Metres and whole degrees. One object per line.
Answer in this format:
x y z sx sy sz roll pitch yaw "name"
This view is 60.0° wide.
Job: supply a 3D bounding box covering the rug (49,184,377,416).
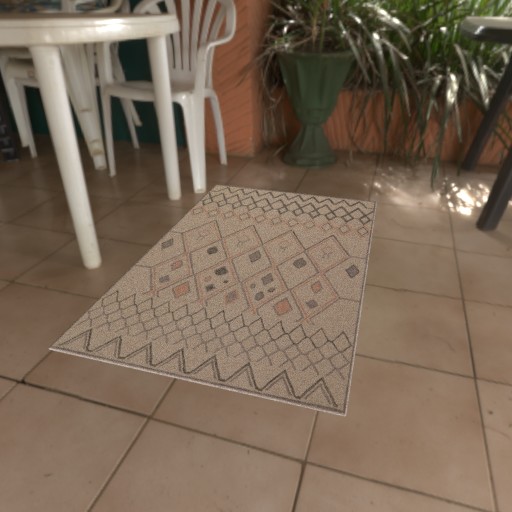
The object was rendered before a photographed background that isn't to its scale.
0.000 0.000 3.115 1.524 0.015 2.438 8 31 14 "rug"
